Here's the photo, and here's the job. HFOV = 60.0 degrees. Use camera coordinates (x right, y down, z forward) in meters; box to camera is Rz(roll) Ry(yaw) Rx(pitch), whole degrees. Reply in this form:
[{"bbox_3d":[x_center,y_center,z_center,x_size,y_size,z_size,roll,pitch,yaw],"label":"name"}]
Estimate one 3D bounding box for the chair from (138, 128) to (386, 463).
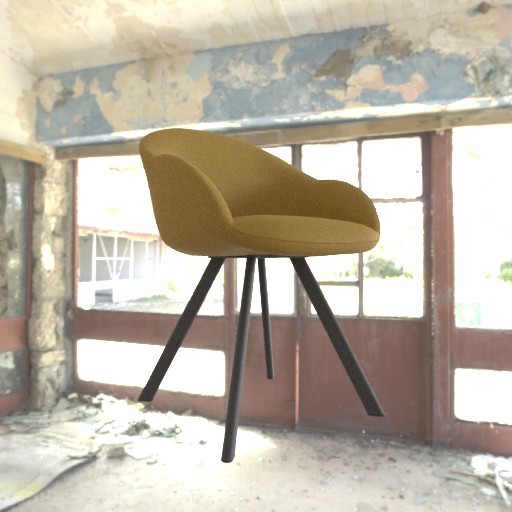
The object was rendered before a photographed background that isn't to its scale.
[{"bbox_3d":[0.000,0.000,1.165,0.551,0.793,0.583,1,-1,-35],"label":"chair"}]
